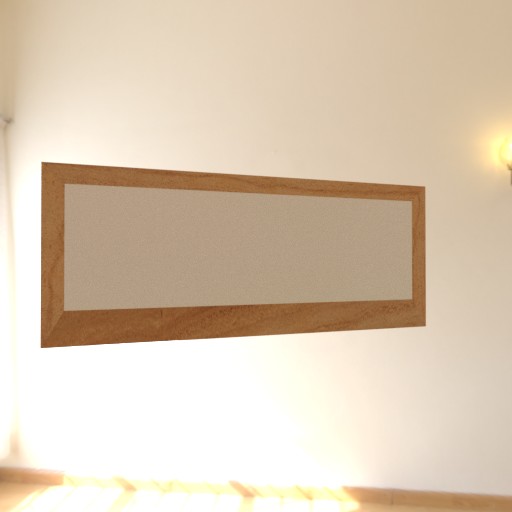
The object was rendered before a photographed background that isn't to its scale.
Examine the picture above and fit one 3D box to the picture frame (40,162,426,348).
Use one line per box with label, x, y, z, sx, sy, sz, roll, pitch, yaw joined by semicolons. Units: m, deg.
picture frame;0.000;0.000;0.668;0.582;0.234;0.045;0;-1;-19
